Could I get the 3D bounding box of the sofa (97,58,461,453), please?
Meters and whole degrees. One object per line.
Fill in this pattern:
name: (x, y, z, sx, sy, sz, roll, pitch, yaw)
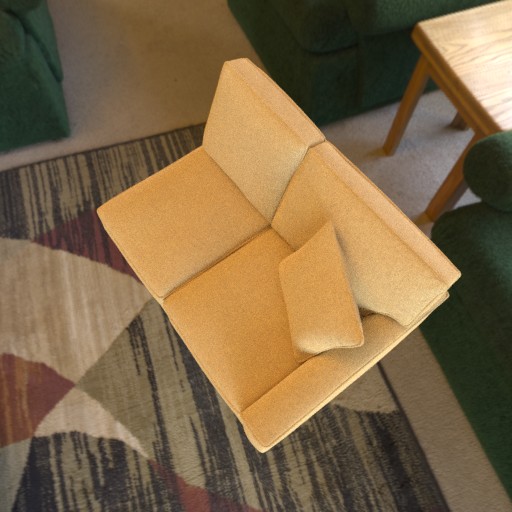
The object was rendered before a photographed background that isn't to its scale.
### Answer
sofa: (0.000, 0.000, 2.068, 0.991, 0.989, 1.388, -34, 69, -15)
